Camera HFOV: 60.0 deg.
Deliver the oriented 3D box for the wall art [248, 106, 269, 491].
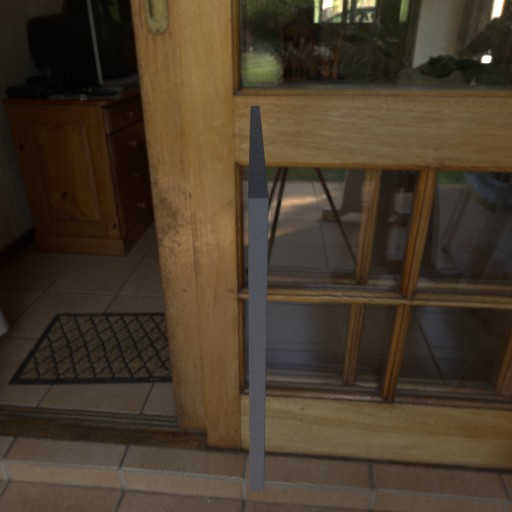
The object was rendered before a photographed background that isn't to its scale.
[{"bbox_3d":[0.000,0.000,0.566,0.016,0.306,0.432,0,27,0],"label":"wall art"}]
